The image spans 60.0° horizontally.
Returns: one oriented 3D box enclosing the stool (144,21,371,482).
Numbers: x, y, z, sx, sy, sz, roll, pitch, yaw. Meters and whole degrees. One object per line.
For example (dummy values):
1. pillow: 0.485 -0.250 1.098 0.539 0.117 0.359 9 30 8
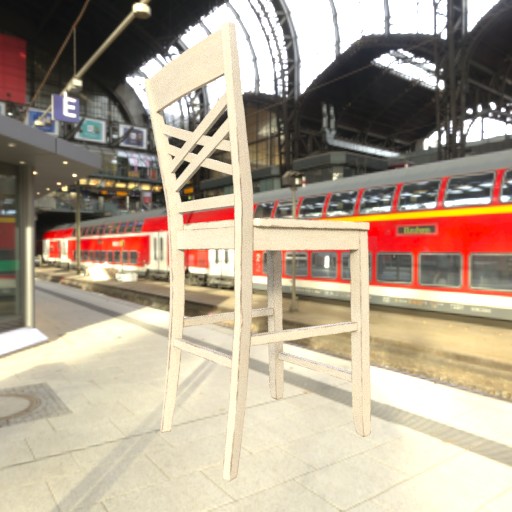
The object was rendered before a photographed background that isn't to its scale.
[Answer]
1. stool: 0.000 0.000 1.342 0.539 1.079 0.462 -1 1 -37
